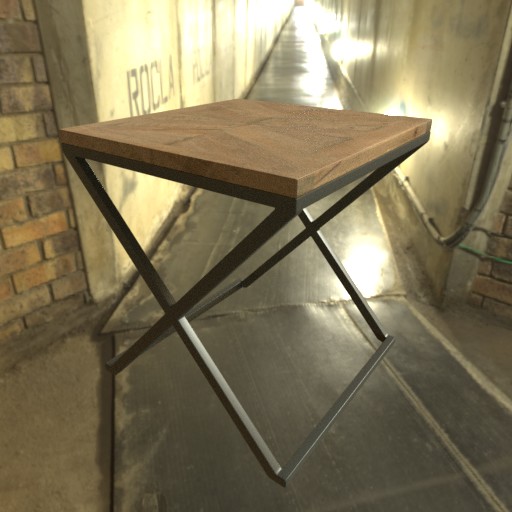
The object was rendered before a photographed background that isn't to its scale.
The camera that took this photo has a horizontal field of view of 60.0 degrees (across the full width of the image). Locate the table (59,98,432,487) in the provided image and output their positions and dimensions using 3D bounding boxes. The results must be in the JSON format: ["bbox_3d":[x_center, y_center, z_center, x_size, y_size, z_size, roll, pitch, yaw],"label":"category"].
[{"bbox_3d":[0.000,0.000,0.946,0.498,0.550,0.499,19,32,32],"label":"table"}]
